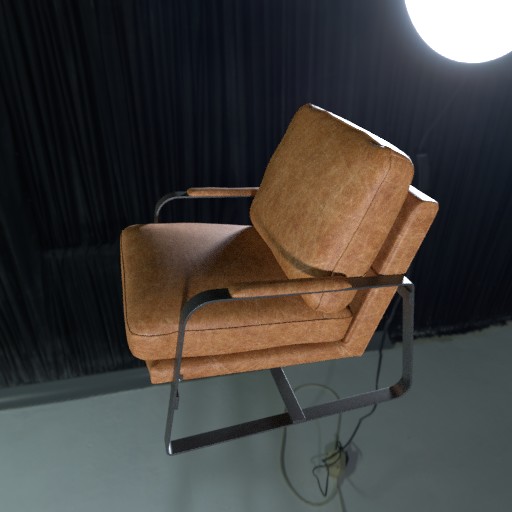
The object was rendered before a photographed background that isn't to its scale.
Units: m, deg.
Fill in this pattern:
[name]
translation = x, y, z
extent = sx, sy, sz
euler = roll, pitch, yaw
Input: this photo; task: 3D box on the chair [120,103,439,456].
[chair]
translation = 0.000, 0.000, 1.347
extent = 0.801, 0.777, 0.651
euler = -9, 32, -14
